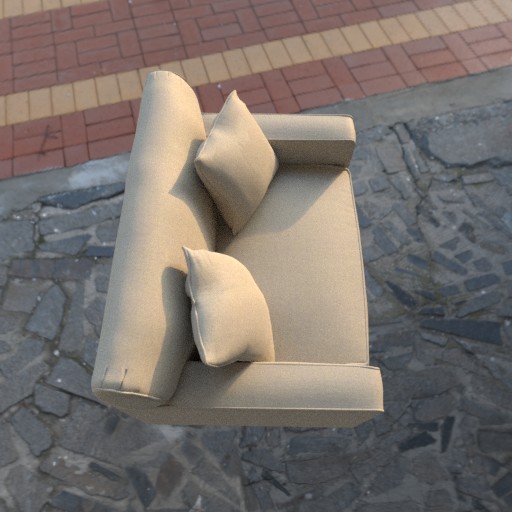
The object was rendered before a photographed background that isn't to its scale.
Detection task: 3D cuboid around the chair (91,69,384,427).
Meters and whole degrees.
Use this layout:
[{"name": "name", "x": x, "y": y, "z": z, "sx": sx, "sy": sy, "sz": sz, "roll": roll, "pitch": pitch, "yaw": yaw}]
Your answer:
[{"name": "chair", "x": 0.000, "y": 0.000, "z": 1.996, "sx": 1.000, "sy": 0.948, "sz": 1.383, "roll": 1, "pitch": 64, "yaw": 0}]
